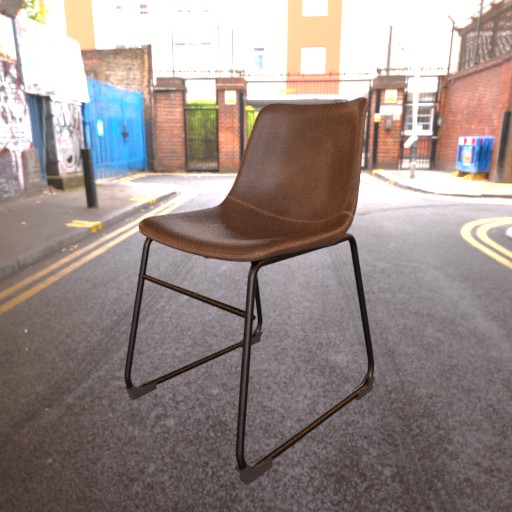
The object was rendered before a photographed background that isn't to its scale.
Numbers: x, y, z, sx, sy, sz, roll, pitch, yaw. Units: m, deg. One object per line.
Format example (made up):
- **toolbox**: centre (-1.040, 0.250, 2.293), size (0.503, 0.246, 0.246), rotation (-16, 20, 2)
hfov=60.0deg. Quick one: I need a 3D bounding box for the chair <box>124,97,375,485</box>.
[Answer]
- **chair**: centre (0.000, 0.000, 1.135), size (0.460, 0.780, 0.551), rotation (14, 20, 42)
